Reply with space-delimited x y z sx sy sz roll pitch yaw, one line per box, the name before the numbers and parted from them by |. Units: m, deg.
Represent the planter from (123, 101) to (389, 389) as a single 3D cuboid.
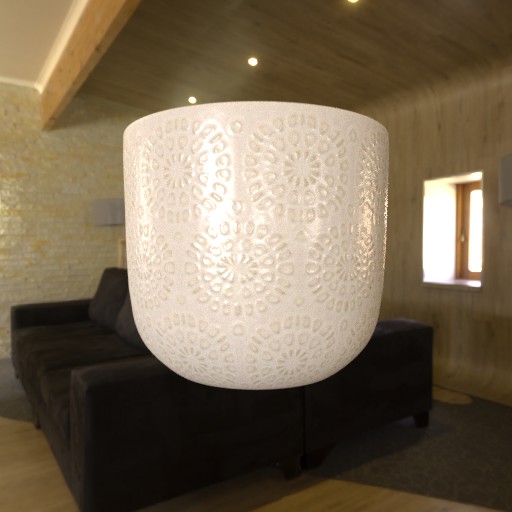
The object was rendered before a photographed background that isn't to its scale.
planter | 0.000 0.000 0.297 0.170 0.152 0.170 0 1 0
